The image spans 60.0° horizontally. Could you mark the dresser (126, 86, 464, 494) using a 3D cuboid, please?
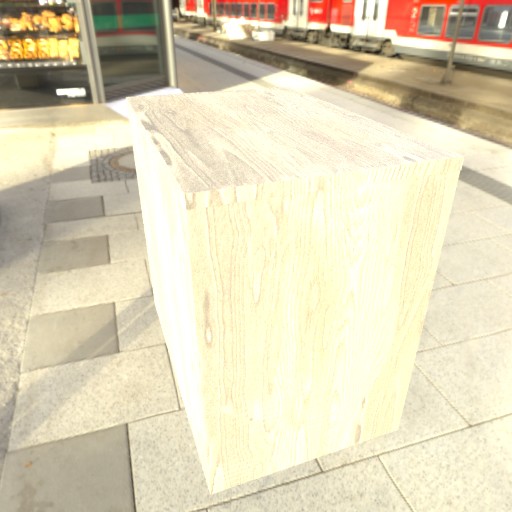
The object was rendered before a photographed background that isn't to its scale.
[{"bbox_3d":[0.000,0.000,1.265,0.529,0.762,0.809,-11,32,-17],"label":"dresser"}]
